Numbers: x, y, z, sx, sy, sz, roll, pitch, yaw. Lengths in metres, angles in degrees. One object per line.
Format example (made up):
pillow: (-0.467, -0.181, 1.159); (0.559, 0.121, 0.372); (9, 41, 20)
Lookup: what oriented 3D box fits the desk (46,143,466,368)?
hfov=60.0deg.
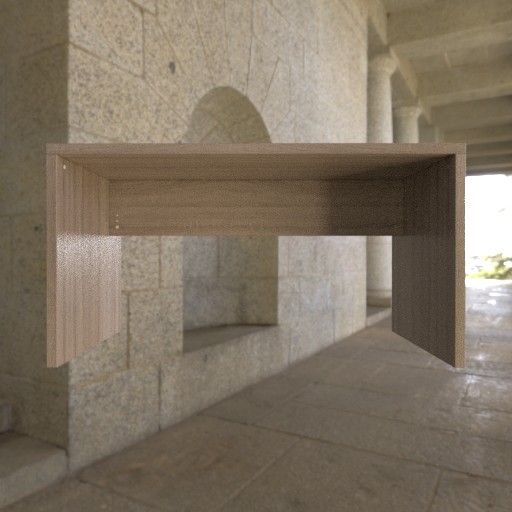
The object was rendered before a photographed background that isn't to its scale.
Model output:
desk: (0.000, 0.000, 1.803); (1.380, 0.745, 0.690); (0, 0, 0)
